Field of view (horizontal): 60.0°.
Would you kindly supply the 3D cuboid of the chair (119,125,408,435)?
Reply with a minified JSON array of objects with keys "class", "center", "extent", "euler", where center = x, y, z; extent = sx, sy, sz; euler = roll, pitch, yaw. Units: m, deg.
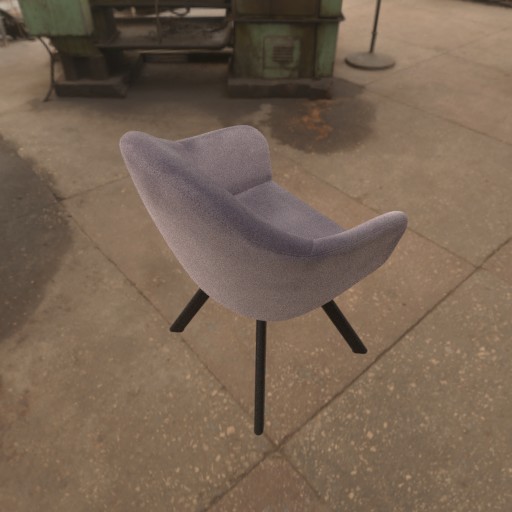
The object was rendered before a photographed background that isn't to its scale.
[{"class":"chair","center":[0.000,0.000,1.165],"extent":[0.540,0.780,0.570],"euler":[-28,49,-28]}]
